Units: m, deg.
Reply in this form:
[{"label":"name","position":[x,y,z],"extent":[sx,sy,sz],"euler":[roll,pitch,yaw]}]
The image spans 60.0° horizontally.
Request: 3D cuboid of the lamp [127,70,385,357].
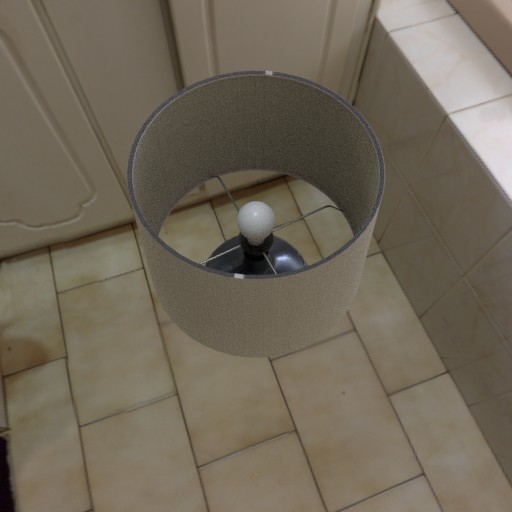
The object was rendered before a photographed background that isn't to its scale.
[{"label":"lamp","position":[0.000,0.000,0.803],"extent":[0.376,0.540,0.376],"euler":[0,64,0]}]
